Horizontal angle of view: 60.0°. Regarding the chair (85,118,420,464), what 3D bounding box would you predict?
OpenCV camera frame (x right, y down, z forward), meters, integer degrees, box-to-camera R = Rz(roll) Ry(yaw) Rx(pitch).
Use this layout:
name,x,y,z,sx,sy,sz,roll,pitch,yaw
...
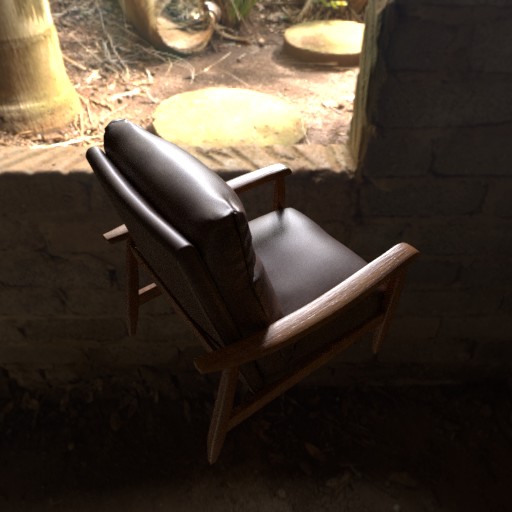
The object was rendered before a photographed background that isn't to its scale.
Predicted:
name,x,y,z,sx,sy,sz,roll,pitch,yaw
chair,0.000,0.000,1.520,0.830,0.897,0.782,-24,46,-26
